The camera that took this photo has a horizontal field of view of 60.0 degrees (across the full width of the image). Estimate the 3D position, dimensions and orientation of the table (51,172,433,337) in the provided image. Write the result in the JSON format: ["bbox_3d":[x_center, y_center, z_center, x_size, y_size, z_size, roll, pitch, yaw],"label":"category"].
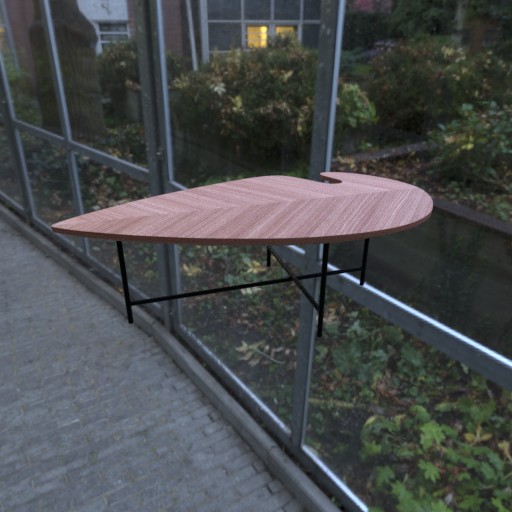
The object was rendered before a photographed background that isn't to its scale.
[{"bbox_3d":[0.000,0.000,1.477,1.199,0.360,0.598,-8,27,-15],"label":"table"}]
